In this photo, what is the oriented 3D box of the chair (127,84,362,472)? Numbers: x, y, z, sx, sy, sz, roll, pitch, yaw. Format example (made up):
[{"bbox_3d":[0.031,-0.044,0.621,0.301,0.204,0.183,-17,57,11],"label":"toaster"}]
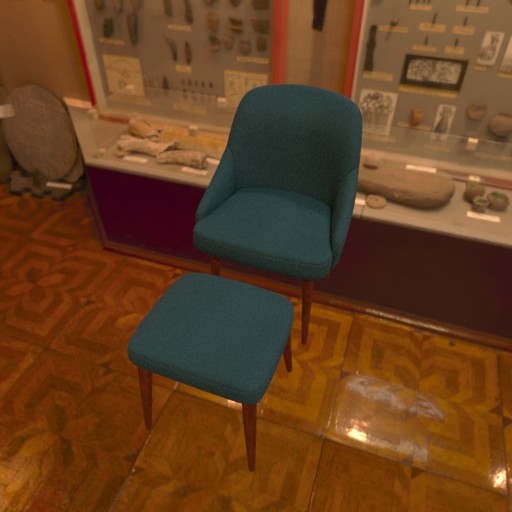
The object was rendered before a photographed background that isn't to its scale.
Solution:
[{"bbox_3d":[0.000,0.000,1.621,0.584,0.866,1.114,14,43,16],"label":"chair"}]
